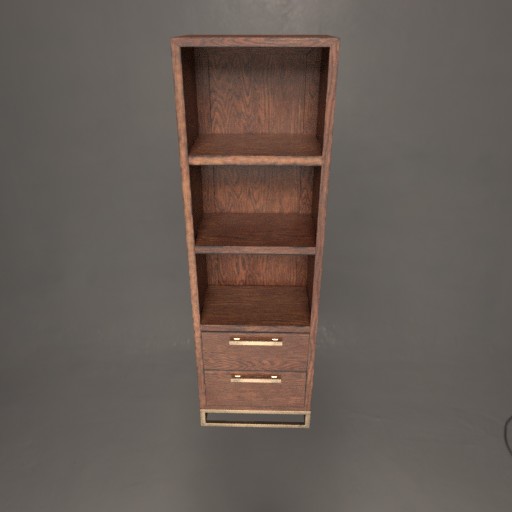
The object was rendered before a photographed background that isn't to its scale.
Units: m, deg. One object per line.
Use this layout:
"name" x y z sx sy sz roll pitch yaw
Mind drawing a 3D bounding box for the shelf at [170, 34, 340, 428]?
"shelf" 0.000 0.000 1.948 0.539 1.732 0.395 1 28 1
